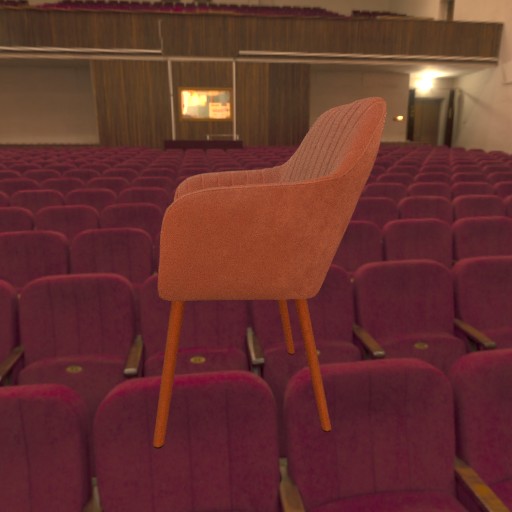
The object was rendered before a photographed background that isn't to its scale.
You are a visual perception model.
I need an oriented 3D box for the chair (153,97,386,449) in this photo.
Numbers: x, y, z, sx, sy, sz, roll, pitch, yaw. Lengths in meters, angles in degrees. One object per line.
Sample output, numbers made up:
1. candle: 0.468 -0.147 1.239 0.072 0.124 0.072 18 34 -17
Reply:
1. chair: 0.000 0.000 1.252 0.570 0.832 0.610 -2 14 -7
